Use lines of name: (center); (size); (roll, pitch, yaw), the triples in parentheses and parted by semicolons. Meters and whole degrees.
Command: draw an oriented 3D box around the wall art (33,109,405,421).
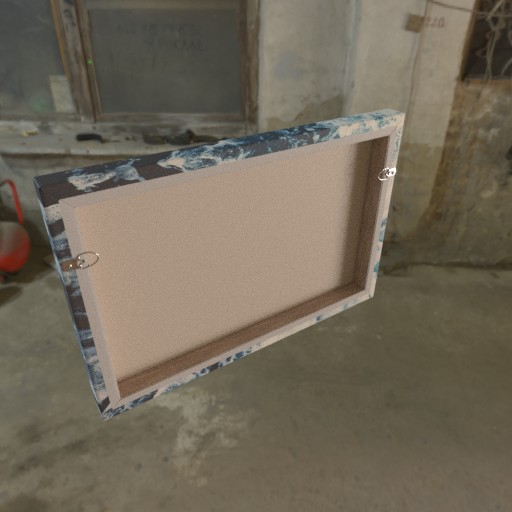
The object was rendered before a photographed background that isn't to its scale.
wall art: (0.000, 0.000, 0.761); (0.609, 0.407, 0.043); (-19, 37, -28)
